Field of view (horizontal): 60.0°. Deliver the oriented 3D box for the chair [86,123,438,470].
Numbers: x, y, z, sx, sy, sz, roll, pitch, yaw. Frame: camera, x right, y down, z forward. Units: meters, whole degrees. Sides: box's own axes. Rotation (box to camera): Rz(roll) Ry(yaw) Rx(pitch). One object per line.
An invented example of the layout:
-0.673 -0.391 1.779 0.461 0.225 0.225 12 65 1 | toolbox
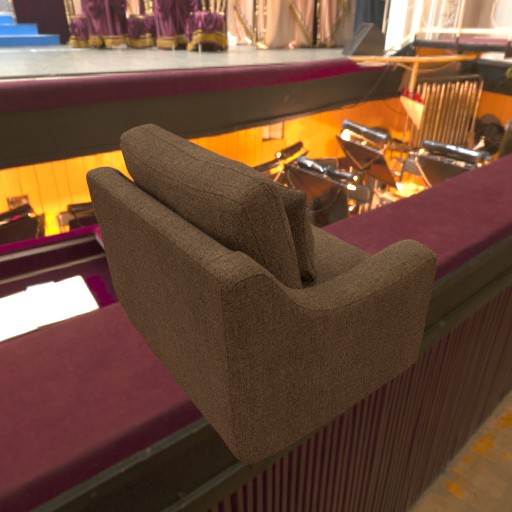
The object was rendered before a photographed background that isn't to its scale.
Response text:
0.000 0.000 1.902 1.009 1.037 1.138 -19 34 -31 | chair
